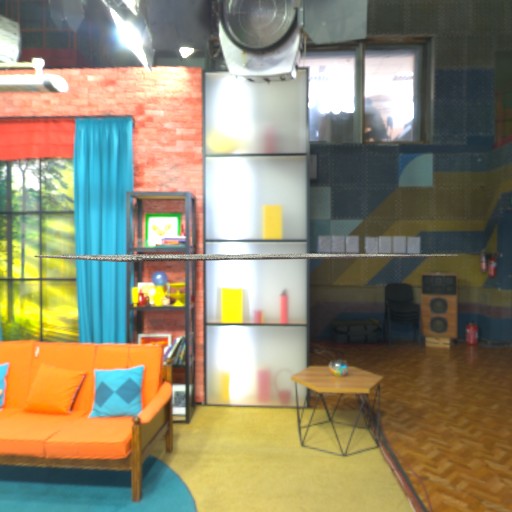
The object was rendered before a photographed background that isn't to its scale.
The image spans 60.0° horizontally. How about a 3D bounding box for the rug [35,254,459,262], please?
[{"bbox_3d":[0.000,0.000,2.986,2.435,0.011,1.517,-1,1,-37],"label":"rug"}]
